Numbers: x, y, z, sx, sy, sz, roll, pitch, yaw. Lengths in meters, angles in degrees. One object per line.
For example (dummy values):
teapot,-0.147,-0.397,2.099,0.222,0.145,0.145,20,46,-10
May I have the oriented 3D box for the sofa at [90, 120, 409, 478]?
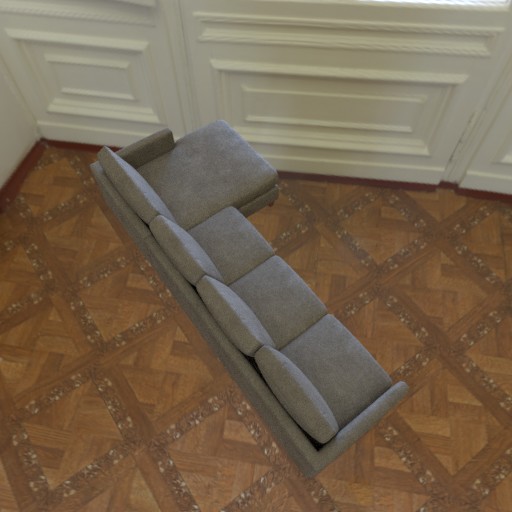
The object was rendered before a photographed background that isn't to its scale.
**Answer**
sofa,0.000,0.000,4.136,1.604,0.950,3.471,-33,64,-18
